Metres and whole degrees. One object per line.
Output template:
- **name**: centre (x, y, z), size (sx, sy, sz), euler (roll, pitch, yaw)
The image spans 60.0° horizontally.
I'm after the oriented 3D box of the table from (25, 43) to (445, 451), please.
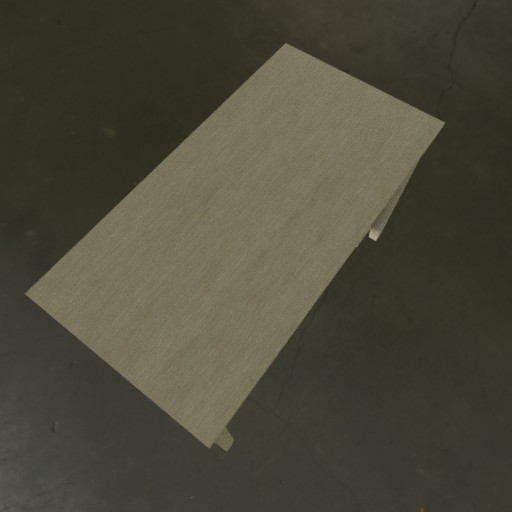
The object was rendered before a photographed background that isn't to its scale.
- **table**: centre (0.000, 0.000, 1.904), size (0.729, 0.874, 1.397), euler (34, 69, 15)
